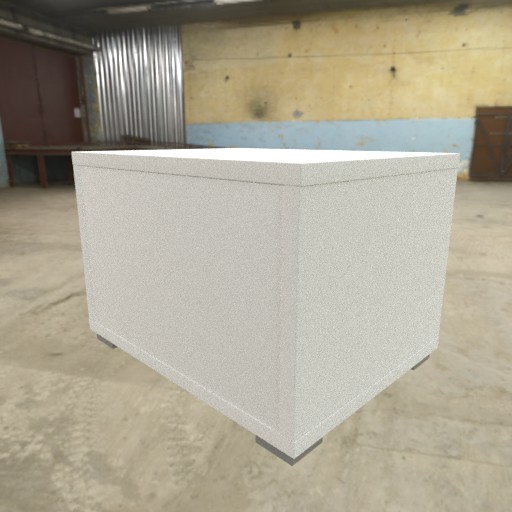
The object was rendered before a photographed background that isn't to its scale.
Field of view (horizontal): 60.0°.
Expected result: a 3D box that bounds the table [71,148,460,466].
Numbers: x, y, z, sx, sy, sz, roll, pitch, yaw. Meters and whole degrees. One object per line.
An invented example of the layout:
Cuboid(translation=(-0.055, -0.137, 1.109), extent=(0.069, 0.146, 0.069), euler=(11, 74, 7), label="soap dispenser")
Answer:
Cuboid(translation=(0.000, 0.000, 0.786), extent=(0.517, 0.357, 0.399), euler=(14, 21, 43), label="table")
